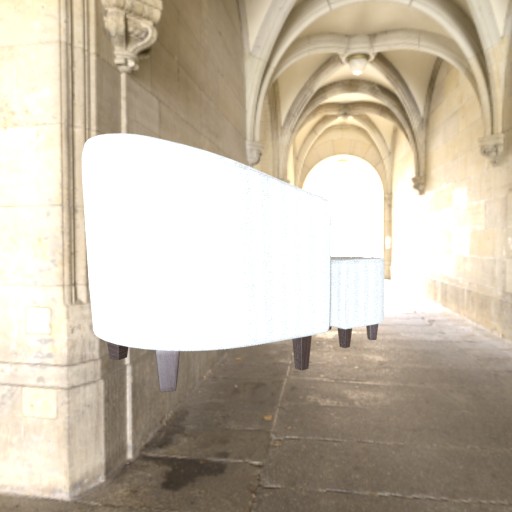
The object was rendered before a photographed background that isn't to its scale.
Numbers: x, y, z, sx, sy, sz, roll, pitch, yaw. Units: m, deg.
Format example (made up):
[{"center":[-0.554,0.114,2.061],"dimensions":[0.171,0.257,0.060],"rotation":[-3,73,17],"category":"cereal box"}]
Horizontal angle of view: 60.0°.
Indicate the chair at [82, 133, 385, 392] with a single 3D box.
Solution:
[{"center":[0.000,0.000,1.751],"dimensions":[1.288,0.757,0.756],"rotation":[-1,2,-36],"category":"chair"}]
